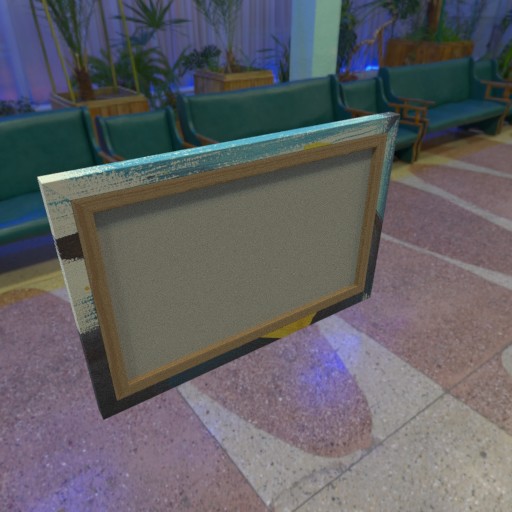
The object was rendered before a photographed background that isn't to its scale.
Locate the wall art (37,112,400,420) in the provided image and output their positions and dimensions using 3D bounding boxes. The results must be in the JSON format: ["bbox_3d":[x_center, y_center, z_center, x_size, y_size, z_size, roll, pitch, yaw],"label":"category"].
[{"bbox_3d":[0.000,0.000,1.151,0.914,0.610,0.039,-19,35,-28],"label":"wall art"}]
